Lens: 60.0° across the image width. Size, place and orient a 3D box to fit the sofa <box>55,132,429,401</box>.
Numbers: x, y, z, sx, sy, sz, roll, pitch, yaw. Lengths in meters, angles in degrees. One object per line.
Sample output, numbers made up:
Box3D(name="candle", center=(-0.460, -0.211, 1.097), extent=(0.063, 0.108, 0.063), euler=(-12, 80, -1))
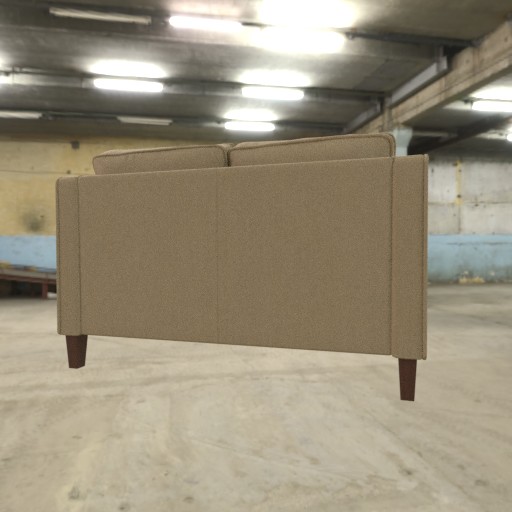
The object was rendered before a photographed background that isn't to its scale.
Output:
Box3D(name="sofa", center=(0.000, 0.000, 2.145), extent=(1.501, 0.971, 0.987), euler=(0, 1, 18))
